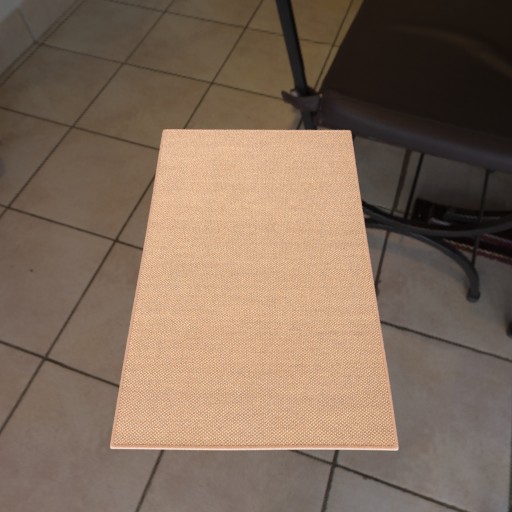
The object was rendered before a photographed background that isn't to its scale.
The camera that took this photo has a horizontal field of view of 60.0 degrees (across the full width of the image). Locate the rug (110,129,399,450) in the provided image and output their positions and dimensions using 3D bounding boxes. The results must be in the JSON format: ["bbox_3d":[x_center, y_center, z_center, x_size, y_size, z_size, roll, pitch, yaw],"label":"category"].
[{"bbox_3d":[0.000,0.000,2.066,1.067,0.013,1.676,0,58,0],"label":"rug"}]
